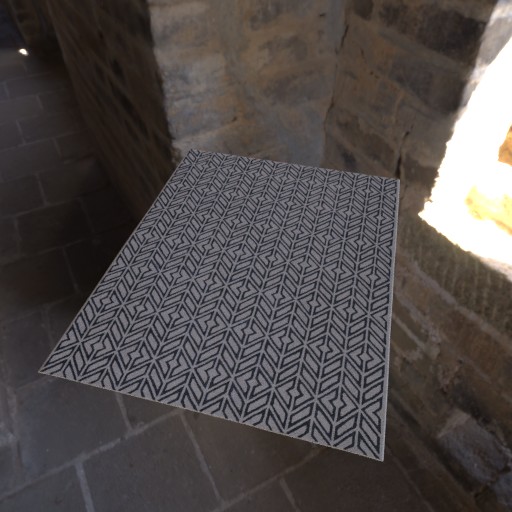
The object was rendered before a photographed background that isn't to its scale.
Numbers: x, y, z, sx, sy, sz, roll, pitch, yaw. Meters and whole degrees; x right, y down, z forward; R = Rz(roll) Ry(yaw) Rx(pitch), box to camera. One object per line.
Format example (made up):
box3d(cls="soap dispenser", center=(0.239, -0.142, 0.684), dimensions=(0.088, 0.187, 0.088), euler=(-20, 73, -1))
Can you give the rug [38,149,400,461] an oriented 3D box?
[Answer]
box3d(cls="rug", center=(0.000, 0.000, 3.983), dimensions=(2.421, 0.008, 3.045), euler=(11, 46, 10))
